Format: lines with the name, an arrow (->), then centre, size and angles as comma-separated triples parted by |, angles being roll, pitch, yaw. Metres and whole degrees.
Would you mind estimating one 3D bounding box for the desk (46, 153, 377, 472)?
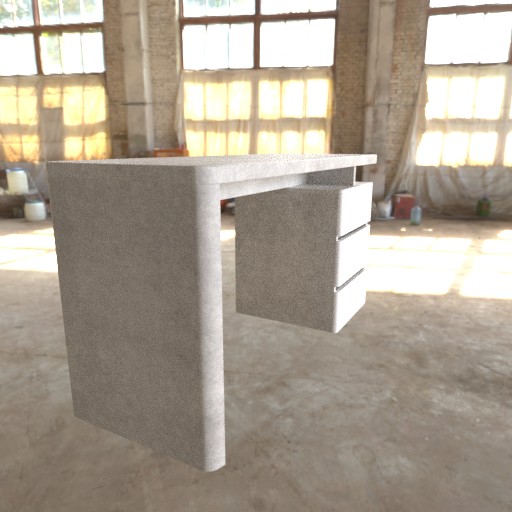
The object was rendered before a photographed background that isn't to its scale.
desk -> 0.000, 0.000, 1.730 | 0.550, 0.755, 1.400 | 8, 16, 28
